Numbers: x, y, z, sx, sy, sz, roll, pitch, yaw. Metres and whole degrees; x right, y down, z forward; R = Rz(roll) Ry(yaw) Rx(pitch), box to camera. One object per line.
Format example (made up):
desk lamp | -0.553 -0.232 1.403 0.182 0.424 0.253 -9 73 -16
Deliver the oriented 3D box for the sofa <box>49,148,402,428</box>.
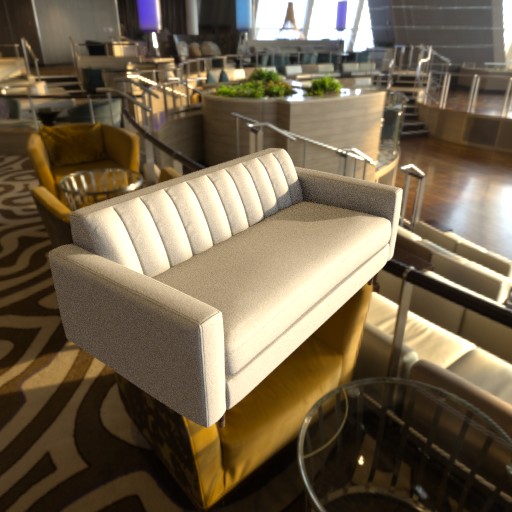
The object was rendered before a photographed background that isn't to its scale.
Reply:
sofa | 0.000 0.000 2.502 0.969 0.814 1.895 19 33 33
